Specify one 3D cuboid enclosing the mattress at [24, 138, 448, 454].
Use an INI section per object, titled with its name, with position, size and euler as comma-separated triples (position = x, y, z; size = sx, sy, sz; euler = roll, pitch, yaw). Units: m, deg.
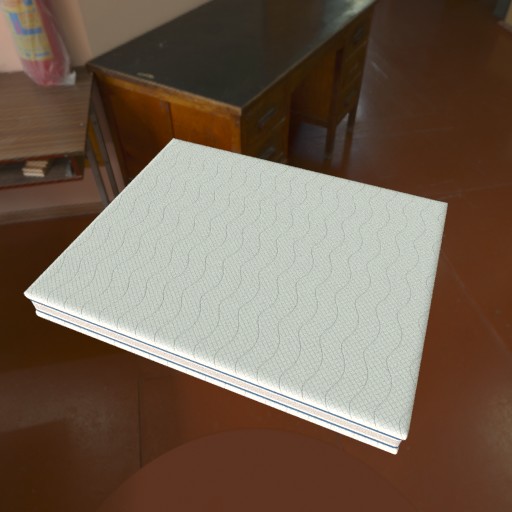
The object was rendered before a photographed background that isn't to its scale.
[mattress]
position = 0.000, 0.000, 2.659
size = 2.000, 0.230, 1.600
euler = 17, 49, 15
